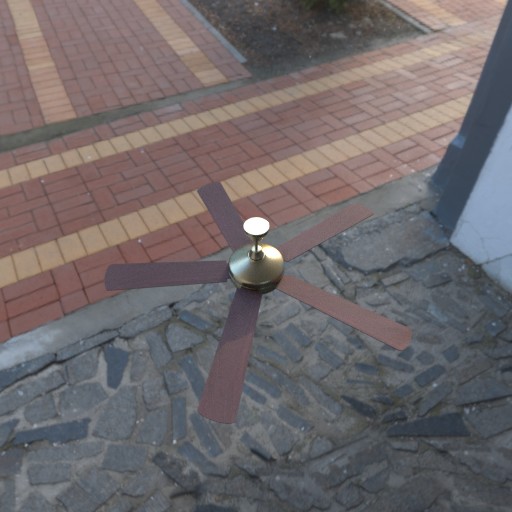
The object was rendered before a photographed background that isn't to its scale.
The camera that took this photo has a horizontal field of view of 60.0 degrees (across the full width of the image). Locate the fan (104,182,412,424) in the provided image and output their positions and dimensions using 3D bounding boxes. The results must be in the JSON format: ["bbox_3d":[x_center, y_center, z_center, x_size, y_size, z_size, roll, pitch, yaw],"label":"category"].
[{"bbox_3d":[0.000,0.000,1.923,1.321,0.356,1.321,-10,47,-9],"label":"fan"}]
